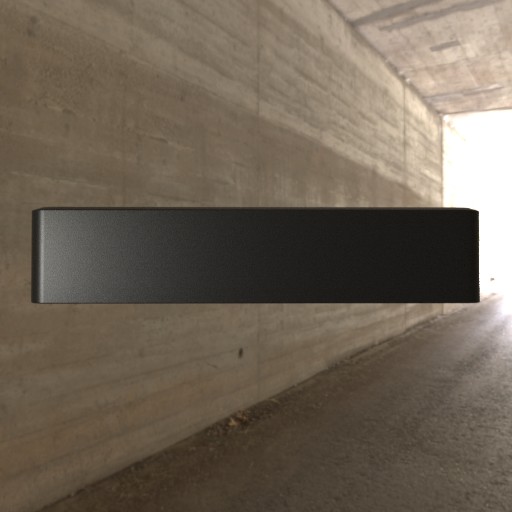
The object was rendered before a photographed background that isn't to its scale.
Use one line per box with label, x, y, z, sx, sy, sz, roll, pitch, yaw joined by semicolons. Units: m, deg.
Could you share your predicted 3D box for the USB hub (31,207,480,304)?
USB hub;0.000;0.000;0.127;0.110;0.023;0.044;0;-1;0
